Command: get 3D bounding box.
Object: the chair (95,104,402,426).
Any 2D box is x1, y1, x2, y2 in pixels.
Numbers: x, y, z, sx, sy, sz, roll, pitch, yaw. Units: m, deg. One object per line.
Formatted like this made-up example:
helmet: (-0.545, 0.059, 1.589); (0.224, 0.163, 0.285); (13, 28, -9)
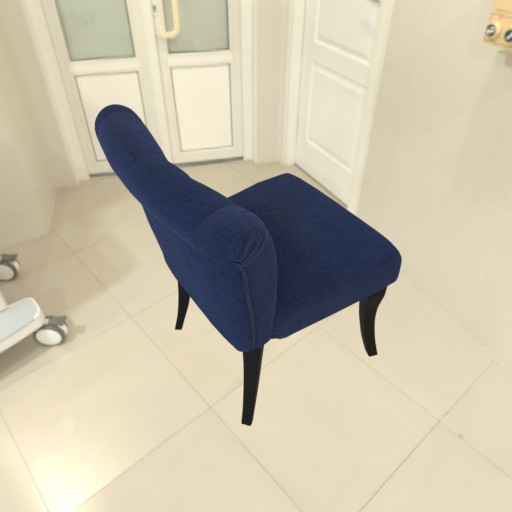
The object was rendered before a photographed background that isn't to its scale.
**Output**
chair: (0.000, 0.000, 1.191); (0.606, 0.753, 0.585); (-24, 46, -25)
